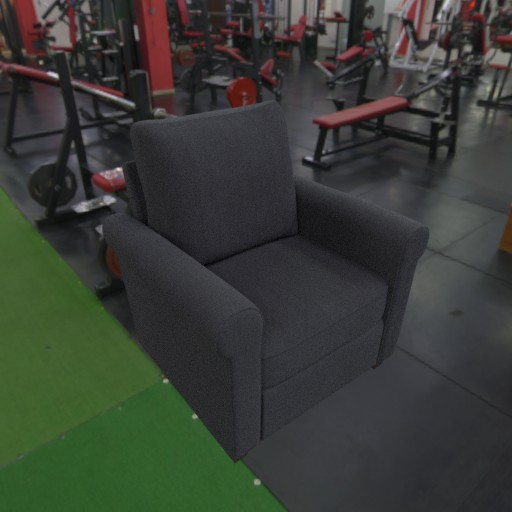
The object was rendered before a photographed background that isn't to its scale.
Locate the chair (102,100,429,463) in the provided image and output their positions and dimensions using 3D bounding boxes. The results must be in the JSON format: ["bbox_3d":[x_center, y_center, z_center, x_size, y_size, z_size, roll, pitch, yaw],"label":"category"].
[{"bbox_3d":[0.000,0.000,1.615,0.867,0.942,0.828,-21,37,-31],"label":"chair"}]
